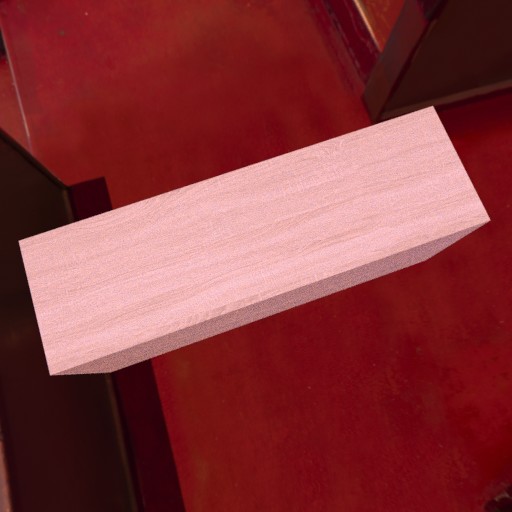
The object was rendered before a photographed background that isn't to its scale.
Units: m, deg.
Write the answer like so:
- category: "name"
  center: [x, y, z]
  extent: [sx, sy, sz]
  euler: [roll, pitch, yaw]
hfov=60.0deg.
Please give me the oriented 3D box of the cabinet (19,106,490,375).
- category: "cabinet"
  center: [0.000, 0.000, 1.996]
  extent: [1.649, 0.780, 0.500]
  euler: [-19, 77, -5]
